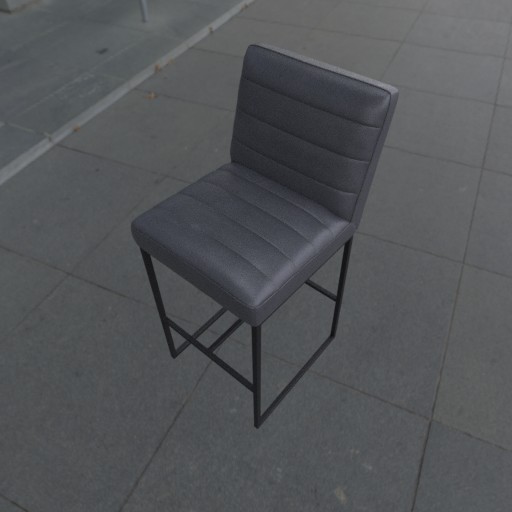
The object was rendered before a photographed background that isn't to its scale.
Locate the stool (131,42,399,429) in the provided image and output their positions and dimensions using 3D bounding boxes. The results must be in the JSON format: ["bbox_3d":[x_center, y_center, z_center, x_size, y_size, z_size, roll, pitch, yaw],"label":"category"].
[{"bbox_3d":[0.000,0.000,1.374,0.457,1.040,0.552,32,55,26],"label":"stool"}]
